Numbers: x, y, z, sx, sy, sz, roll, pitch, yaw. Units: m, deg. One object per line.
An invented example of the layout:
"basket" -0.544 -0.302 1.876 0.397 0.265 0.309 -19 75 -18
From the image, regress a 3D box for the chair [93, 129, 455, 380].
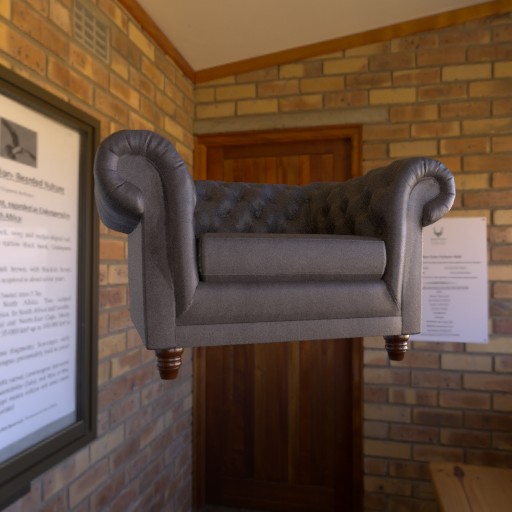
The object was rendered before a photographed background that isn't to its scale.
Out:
"chair" 0.000 0.000 1.892 1.298 0.780 0.943 0 -1 -19
